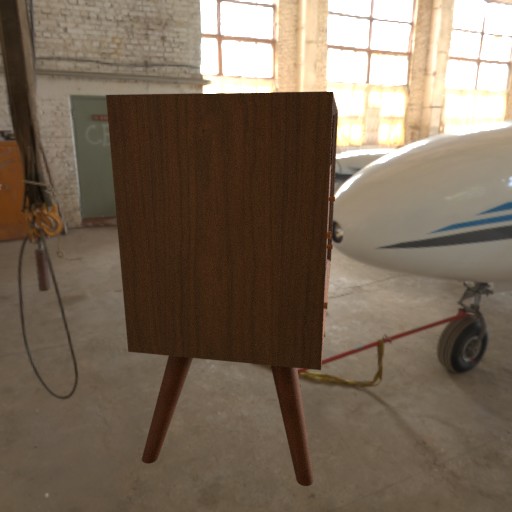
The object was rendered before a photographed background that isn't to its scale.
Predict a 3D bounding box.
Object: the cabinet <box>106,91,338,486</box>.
[{"bbox_3d":[0.000,0.000,1.158,0.388,0.748,0.712,3,16,10],"label":"cabinet"}]
